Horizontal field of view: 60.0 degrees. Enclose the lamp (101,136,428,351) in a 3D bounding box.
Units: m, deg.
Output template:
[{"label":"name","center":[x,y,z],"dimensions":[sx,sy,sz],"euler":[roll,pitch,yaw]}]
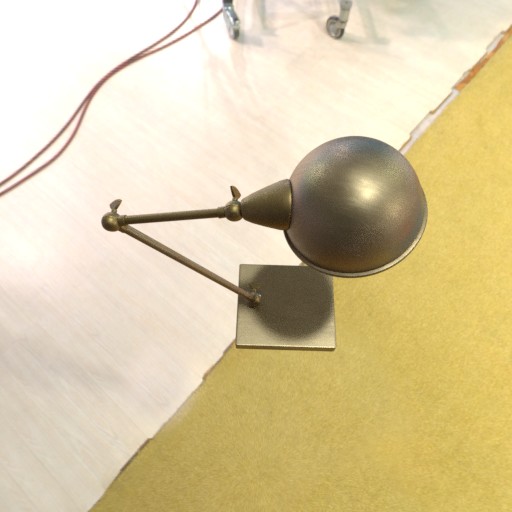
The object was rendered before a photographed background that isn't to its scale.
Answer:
[{"label":"lamp","center":[0.000,0.000,0.556],"dimensions":[0.339,0.371,0.149],"euler":[2,64,1]}]
